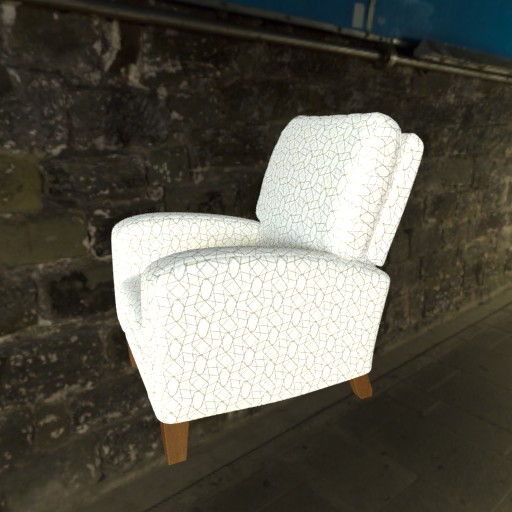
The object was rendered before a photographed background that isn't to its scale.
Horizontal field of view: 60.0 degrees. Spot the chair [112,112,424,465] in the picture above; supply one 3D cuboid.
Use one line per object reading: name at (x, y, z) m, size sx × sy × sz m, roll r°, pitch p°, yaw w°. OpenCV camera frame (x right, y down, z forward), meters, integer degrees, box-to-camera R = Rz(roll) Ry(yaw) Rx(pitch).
chair at (0.000, 0.000, 1.725) m, size 0.995 × 1.064 × 0.796 m, roll -7°, pitch 18°, yaw -24°
